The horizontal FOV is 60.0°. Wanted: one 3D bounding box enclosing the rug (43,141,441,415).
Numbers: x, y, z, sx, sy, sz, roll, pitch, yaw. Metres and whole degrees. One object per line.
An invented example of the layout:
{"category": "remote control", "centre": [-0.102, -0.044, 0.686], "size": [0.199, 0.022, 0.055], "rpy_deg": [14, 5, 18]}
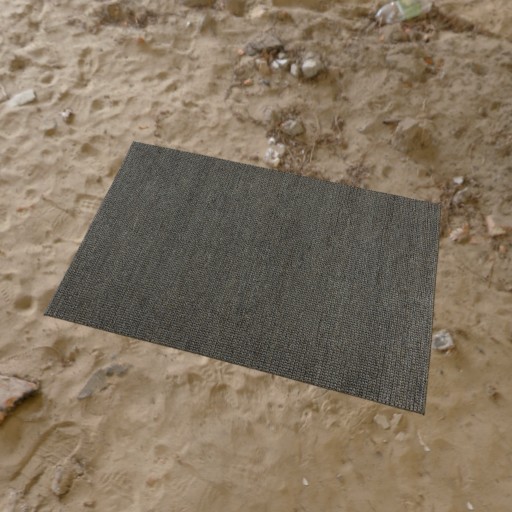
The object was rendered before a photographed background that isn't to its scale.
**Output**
{"category": "rug", "centre": [0.000, 0.000, 3.067], "size": [2.443, 0.021, 1.538], "rpy_deg": [13, 63, 7]}
